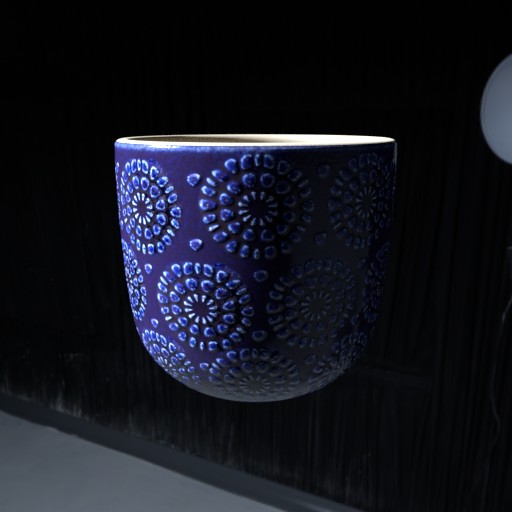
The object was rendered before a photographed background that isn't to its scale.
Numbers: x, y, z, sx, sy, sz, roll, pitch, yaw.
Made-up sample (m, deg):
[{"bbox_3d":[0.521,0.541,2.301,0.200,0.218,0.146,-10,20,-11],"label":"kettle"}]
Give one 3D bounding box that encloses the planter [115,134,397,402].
[{"bbox_3d":[0.000,0.000,0.288,0.165,0.149,0.165,0,17,0],"label":"planter"}]
